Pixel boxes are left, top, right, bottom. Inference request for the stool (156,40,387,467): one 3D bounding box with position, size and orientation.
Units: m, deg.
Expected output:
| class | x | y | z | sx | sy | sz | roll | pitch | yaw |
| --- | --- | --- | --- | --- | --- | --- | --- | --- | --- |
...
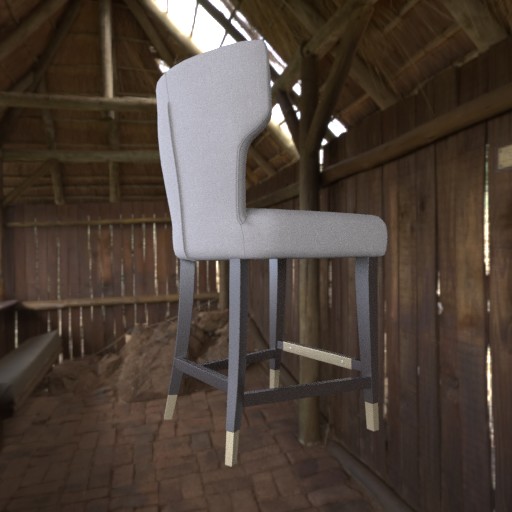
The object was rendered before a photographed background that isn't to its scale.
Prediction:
| class | x | y | z | sx | sy | sz | roll | pitch | yaw |
| --- | --- | --- | --- | --- | --- | --- | --- | --- | --- |
| stool | 0.000 | 0.000 | 1.301 | 0.563 | 0.982 | 0.527 | 0 | 0 | -35 |
